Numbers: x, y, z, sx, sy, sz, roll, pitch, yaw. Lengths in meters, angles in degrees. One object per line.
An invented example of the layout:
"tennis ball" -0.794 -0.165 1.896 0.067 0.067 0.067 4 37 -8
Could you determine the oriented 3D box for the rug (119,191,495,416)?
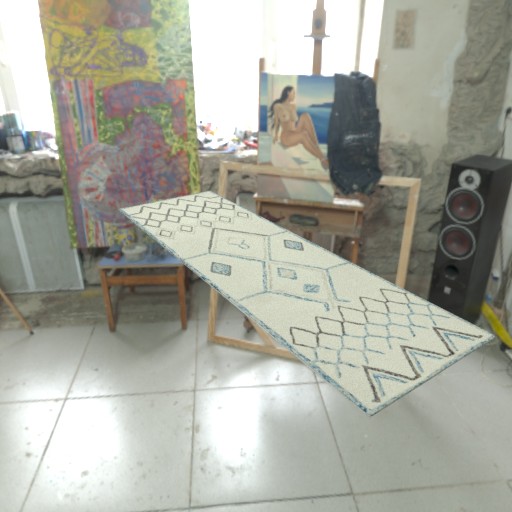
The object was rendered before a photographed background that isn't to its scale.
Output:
"rug" 0.000 0.000 2.570 0.770 0.013 2.434 -17 31 -31
